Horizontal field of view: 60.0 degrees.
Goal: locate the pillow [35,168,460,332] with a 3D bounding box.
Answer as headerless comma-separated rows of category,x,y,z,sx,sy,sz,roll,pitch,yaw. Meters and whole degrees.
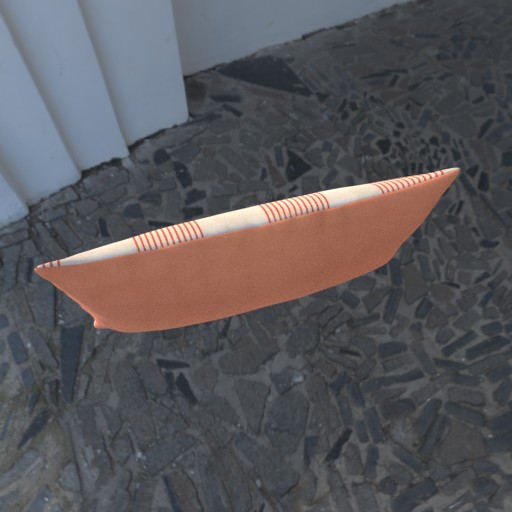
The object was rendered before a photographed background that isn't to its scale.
pillow,0.000,0.000,0.739,0.608,0.292,0.156,-14,58,-9
